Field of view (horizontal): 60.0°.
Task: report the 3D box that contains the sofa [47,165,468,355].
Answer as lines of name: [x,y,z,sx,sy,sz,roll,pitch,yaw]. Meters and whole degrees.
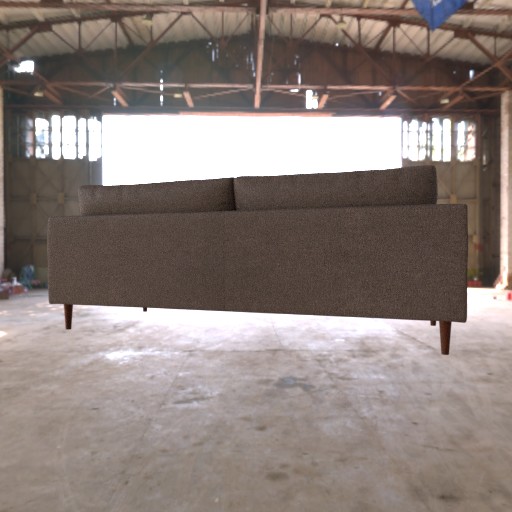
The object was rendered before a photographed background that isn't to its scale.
sofa: [0.000,0.000,2.706,2.250,0.868,1.020,0,0,18]
